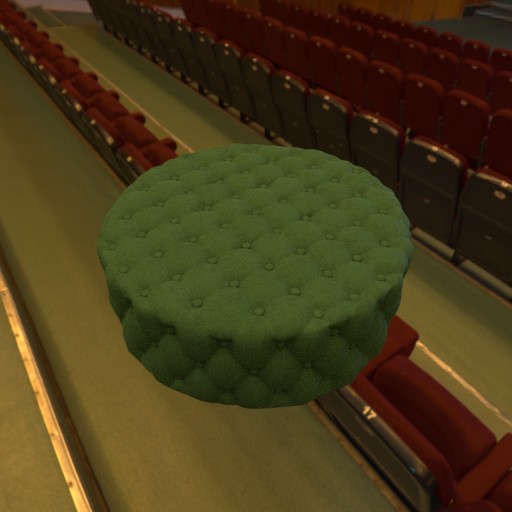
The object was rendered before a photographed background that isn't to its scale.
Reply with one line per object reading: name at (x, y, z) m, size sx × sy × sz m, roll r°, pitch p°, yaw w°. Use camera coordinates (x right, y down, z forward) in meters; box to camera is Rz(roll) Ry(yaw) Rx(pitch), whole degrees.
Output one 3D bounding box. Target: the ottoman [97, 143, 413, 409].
ottoman at (0.000, 0.000, 1.528) m, size 0.998 × 0.399 × 0.998 m, roll 0°, pitch 42°, yaw 0°
